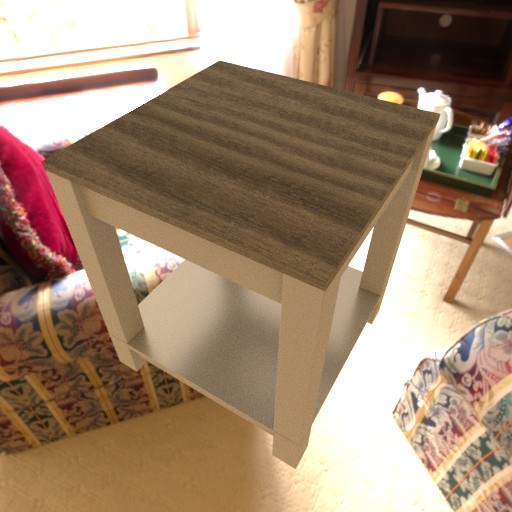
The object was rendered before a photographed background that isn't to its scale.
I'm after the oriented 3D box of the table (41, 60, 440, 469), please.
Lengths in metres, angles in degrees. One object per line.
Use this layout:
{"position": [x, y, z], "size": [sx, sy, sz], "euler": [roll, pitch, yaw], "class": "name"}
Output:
{"position": [0.000, 0.000, 0.980], "size": [0.506, 0.587, 0.504], "euler": [23, 49, 22], "class": "table"}
